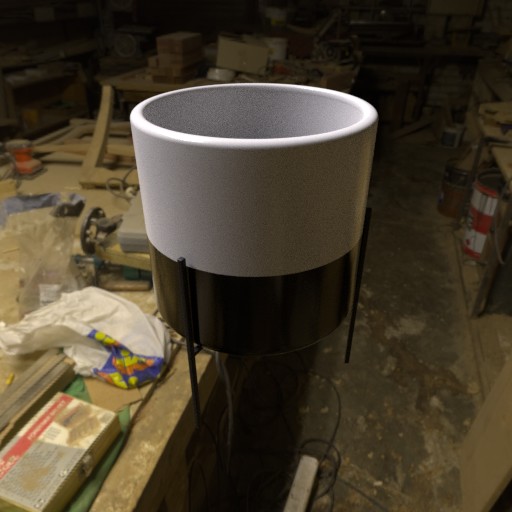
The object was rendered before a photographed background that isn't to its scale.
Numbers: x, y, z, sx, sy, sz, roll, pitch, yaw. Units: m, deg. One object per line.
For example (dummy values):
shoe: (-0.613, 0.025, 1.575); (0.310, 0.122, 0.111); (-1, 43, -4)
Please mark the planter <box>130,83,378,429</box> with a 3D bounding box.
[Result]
planter: (0.000, 0.000, 0.657); (0.310, 0.432, 0.310); (9, 33, 14)
